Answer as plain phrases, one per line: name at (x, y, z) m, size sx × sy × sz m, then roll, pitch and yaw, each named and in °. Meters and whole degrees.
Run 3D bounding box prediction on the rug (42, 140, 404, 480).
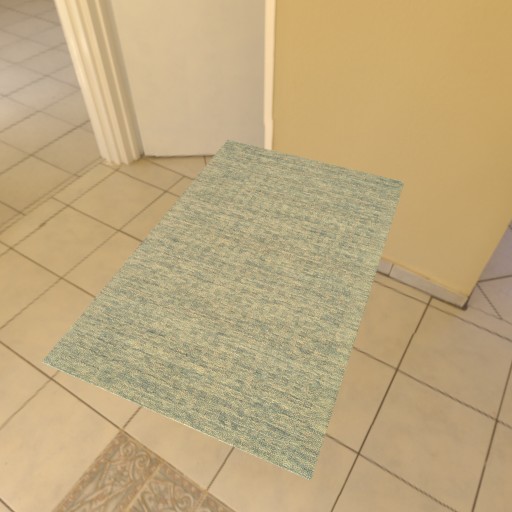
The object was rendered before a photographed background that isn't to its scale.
rug at (0.000, 0.000, 2.193) m, size 1.142 × 0.006 × 1.752 m, roll 17°, pitch 50°, yaw 15°
